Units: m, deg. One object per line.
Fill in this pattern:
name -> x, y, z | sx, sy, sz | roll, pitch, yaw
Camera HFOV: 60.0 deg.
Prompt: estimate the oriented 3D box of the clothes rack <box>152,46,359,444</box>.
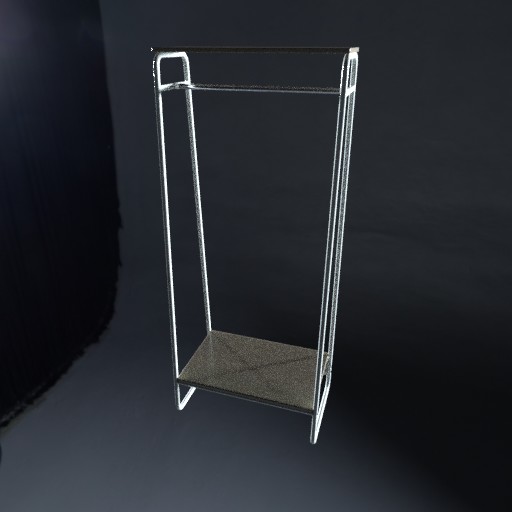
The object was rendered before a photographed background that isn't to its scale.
clothes rack -> 0.000, 0.000, 1.774 | 0.640, 1.512, 0.400 | 8, 27, 16
